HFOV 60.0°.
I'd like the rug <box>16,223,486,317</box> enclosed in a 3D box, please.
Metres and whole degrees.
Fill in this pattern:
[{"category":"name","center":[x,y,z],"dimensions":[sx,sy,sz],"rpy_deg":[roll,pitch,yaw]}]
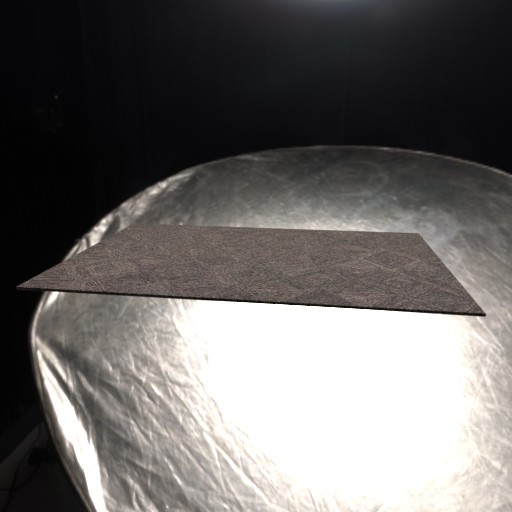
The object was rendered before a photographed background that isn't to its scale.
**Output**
[{"category":"rug","center":[0.000,0.000,2.845],"dimensions":[2.298,0.017,1.501],"rpy_deg":[2,17,8]}]
